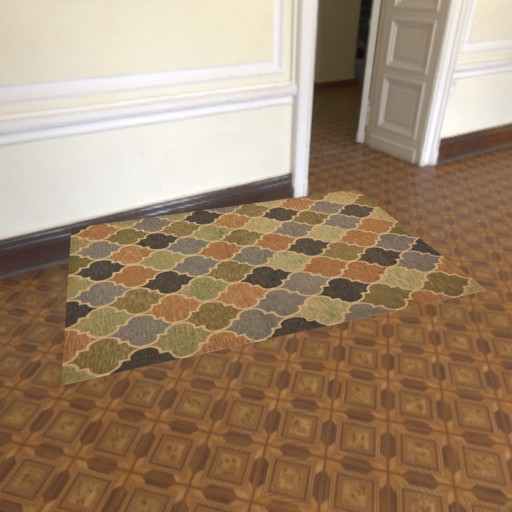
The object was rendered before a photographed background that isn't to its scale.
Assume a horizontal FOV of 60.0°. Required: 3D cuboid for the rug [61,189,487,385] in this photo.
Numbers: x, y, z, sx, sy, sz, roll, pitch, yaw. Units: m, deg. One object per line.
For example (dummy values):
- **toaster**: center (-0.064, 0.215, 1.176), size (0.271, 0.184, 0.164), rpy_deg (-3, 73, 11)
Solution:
- **rug**: center (0.000, 0.000, 2.856), size (2.284, 0.006, 1.521), rpy_deg (-10, 33, -15)
